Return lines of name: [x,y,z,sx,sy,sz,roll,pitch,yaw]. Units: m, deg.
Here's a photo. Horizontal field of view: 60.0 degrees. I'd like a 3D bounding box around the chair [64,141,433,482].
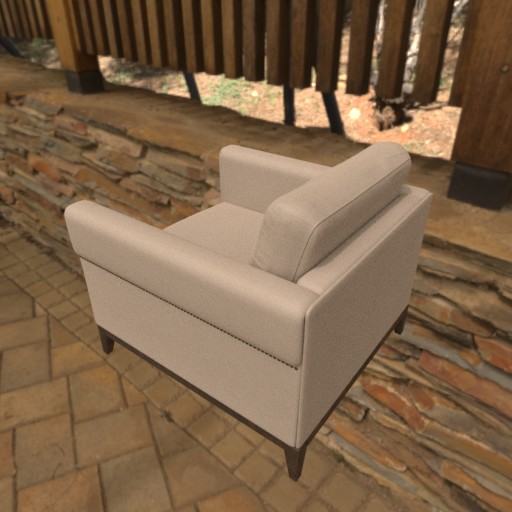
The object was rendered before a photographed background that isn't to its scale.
chair: [0.000,0.000,1.672,0.959,0.838,0.914,21,37,31]
